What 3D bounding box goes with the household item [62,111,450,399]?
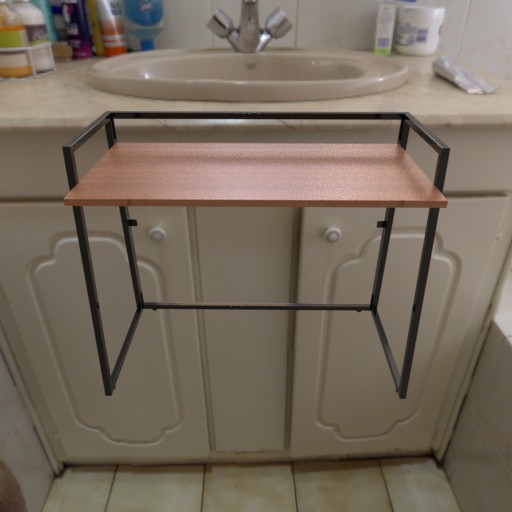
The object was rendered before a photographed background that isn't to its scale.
[{"bbox_3d":[0.000,0.000,1.539,1.050,0.860,0.510,0,31,1],"label":"household item"}]
